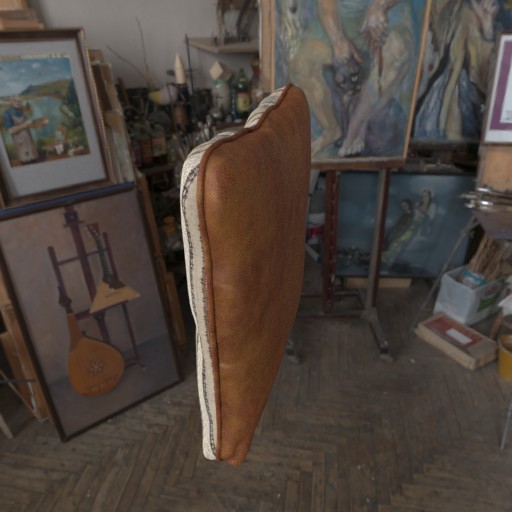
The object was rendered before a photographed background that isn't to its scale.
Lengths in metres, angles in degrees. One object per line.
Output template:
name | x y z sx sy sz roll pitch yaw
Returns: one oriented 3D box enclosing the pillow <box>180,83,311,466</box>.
pillow | 0.000 0.000 0.744 0.130 0.490 0.489 8 31 13
